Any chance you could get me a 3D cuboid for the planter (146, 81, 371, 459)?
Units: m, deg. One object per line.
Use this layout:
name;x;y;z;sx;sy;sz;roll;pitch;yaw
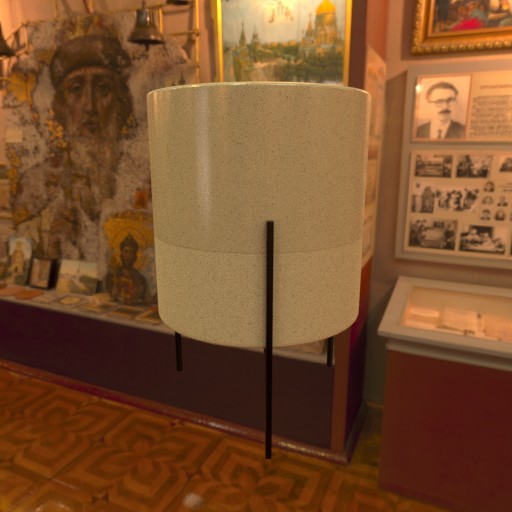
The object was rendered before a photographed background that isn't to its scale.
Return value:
planter;0.000;0.000;0.696;0.323;0.475;0.314;7;16;25
